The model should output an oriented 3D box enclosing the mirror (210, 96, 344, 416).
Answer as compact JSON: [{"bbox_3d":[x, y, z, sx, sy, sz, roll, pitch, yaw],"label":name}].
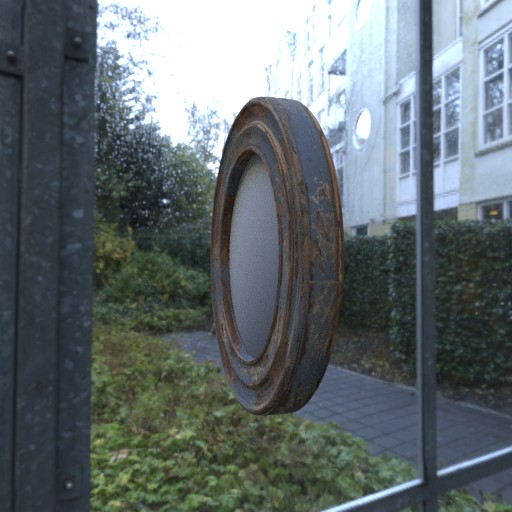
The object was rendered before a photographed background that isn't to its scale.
[{"bbox_3d":[0.000,0.000,0.861,0.061,0.585,0.585,0,-1,-18],"label":"mirror"}]
